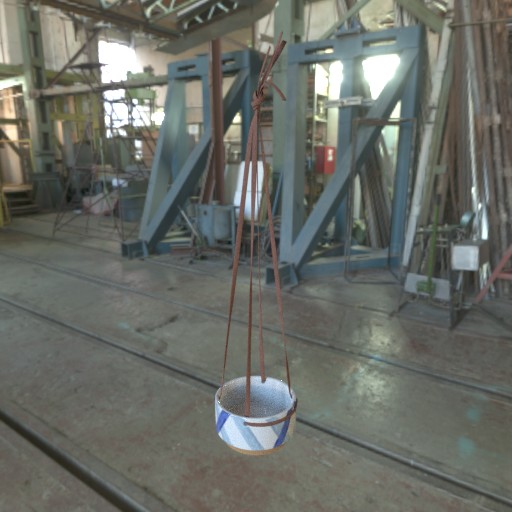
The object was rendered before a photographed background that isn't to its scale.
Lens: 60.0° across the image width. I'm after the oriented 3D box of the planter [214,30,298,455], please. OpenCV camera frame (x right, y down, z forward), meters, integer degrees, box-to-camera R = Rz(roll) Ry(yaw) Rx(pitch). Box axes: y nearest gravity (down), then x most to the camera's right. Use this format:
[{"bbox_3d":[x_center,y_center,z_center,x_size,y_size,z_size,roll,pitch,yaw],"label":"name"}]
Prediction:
[{"bbox_3d":[0.000,0.000,0.821,0.166,0.751,0.166,-2,14,-9],"label":"planter"}]
